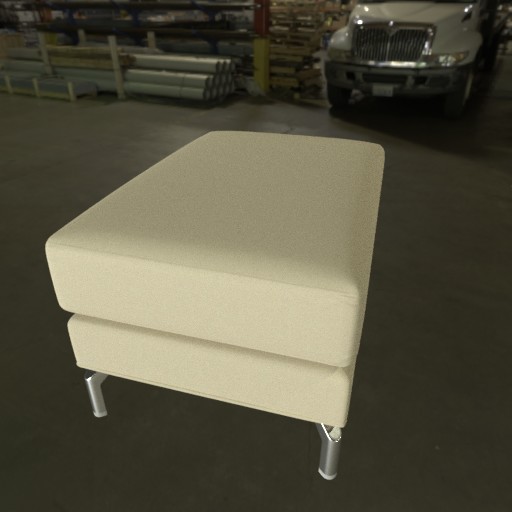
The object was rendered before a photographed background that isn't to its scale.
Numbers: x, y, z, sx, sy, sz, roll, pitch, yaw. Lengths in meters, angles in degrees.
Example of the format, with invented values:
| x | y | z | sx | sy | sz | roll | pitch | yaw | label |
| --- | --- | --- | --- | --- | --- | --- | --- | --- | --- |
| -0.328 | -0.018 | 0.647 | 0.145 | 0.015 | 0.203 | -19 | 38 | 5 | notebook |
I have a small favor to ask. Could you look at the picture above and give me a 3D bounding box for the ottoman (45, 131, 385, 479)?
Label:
| x | y | z | sx | sy | sz | roll | pitch | yaw | label |
| --- | --- | --- | --- | --- | --- | --- | --- | --- | --- |
| 0.000 | 0.000 | 1.164 | 0.581 | 0.497 | 0.835 | 8 | 31 | 14 | ottoman |
